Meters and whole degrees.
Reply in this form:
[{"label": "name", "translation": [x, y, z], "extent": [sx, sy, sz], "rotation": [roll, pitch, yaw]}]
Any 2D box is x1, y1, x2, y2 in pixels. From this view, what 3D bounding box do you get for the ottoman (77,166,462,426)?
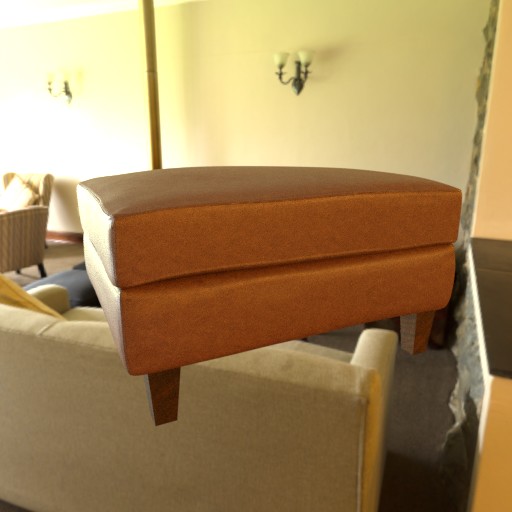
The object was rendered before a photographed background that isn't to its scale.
[{"label": "ottoman", "translation": [0.000, 0.000, 1.213], "extent": [0.851, 0.485, 0.650], "rotation": [-7, 17, -25]}]
